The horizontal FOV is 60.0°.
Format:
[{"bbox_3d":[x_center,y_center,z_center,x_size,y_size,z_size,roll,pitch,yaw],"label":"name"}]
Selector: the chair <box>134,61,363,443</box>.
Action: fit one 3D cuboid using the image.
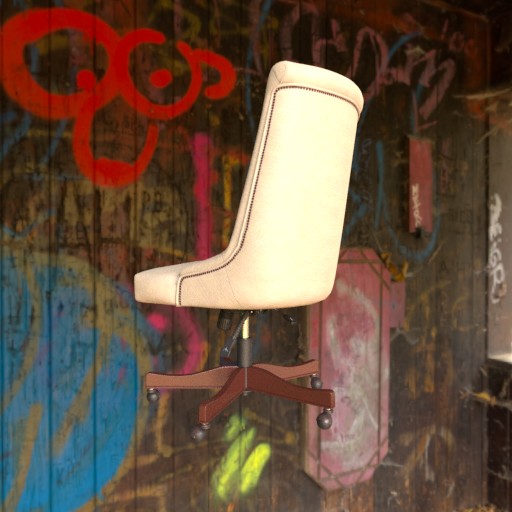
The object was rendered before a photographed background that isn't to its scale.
[{"bbox_3d":[0.000,0.000,1.457,0.696,1.010,0.645,0,1,34],"label":"chair"}]
